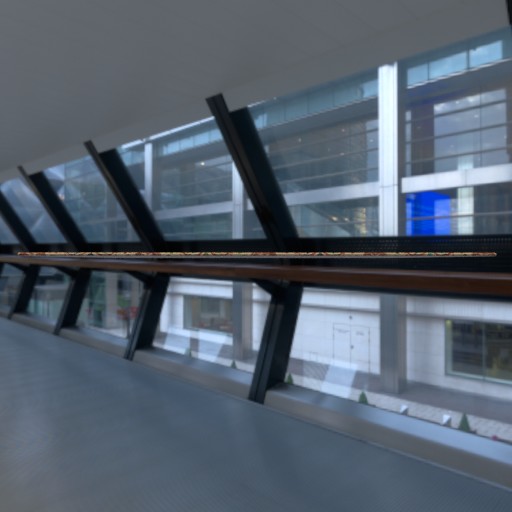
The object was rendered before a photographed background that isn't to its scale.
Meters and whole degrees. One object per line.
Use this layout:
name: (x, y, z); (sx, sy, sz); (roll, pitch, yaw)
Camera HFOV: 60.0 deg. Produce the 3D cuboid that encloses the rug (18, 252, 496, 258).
rug: (0.000, 0.000, 2.306); (1.838, 0.013, 1.226); (0, -1, -2)
